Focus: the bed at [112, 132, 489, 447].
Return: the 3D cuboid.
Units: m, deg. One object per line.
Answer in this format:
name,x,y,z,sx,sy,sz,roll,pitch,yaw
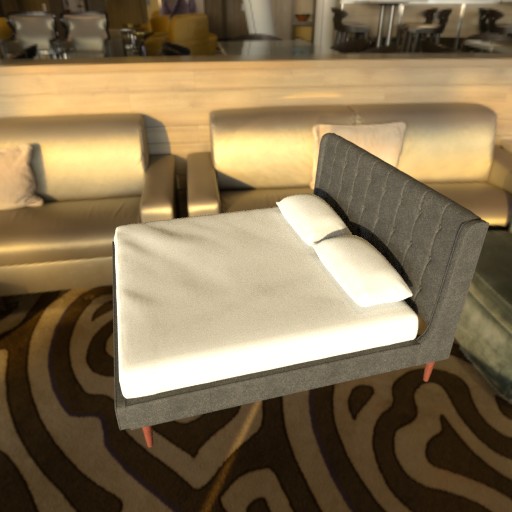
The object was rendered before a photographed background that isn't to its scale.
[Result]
bed,0.000,0.000,2.543,1.638,0.933,1.531,-8,31,-14
